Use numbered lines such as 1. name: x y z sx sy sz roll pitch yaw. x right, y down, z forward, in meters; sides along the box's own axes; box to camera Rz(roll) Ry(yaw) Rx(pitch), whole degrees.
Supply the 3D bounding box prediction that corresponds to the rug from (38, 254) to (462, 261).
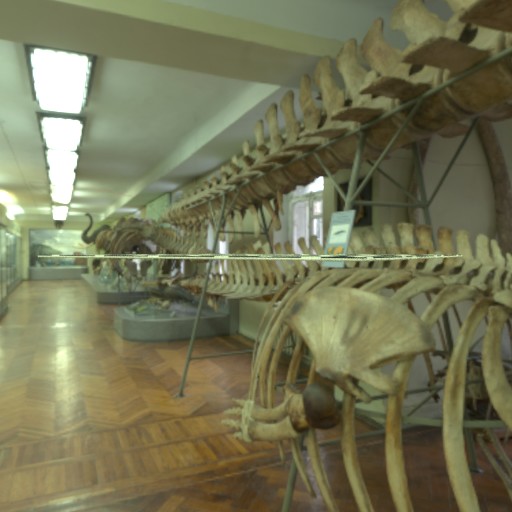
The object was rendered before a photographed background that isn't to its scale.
1. rug: 0.000 0.000 4.082 3.049 0.021 2.466 0 1 35
